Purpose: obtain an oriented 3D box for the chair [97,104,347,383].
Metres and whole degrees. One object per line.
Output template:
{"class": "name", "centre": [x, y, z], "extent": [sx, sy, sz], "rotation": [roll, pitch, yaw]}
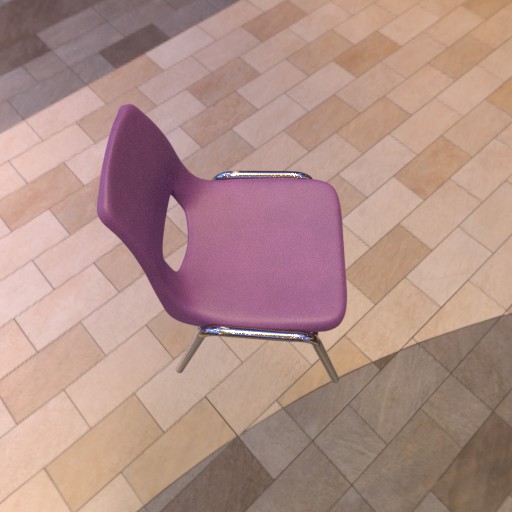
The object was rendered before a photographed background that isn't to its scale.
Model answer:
{"class": "chair", "centre": [0.000, 0.000, 0.921], "extent": [0.432, 0.654, 0.381], "rotation": [2, 63, 1]}
